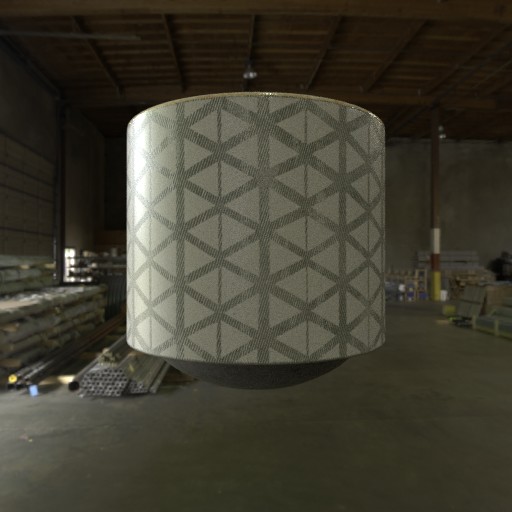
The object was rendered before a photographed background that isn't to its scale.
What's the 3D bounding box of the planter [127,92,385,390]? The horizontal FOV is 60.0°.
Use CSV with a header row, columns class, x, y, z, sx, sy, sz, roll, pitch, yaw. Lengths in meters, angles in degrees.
class,x,y,z,sx,sy,sz,roll,pitch,yaw
planter,0.000,0.000,0.340,0.190,0.181,0.190,0,0,0
